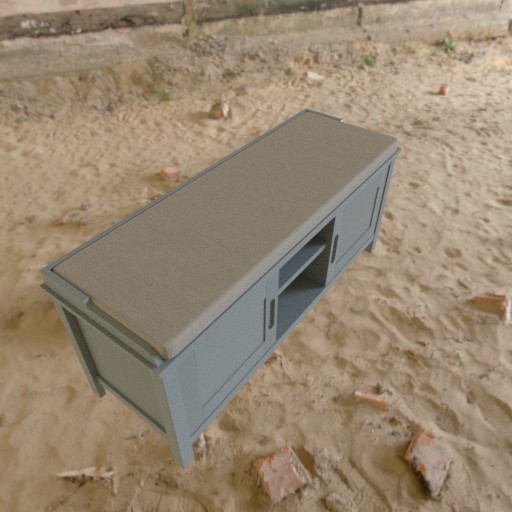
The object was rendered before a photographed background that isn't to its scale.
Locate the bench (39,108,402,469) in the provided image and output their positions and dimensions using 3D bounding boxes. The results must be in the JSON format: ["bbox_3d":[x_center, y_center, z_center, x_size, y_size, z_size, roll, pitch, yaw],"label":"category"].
[{"bbox_3d":[0.000,0.000,1.413,0.398,0.501,1.140,27,48,27],"label":"bench"}]
